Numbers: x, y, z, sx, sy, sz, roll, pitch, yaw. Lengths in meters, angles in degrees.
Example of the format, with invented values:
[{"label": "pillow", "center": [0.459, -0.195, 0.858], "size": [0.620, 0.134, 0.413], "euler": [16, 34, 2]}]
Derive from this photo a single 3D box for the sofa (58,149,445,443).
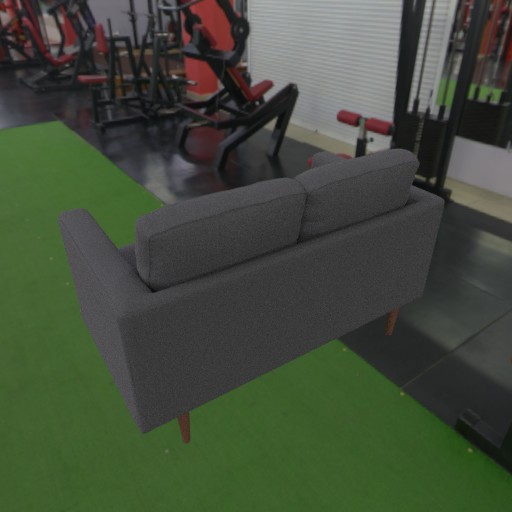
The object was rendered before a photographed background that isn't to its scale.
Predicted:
[{"label": "sofa", "center": [0.000, 0.000, 1.954], "size": [1.430, 0.908, 0.796], "euler": [-19, 36, -28]}]
